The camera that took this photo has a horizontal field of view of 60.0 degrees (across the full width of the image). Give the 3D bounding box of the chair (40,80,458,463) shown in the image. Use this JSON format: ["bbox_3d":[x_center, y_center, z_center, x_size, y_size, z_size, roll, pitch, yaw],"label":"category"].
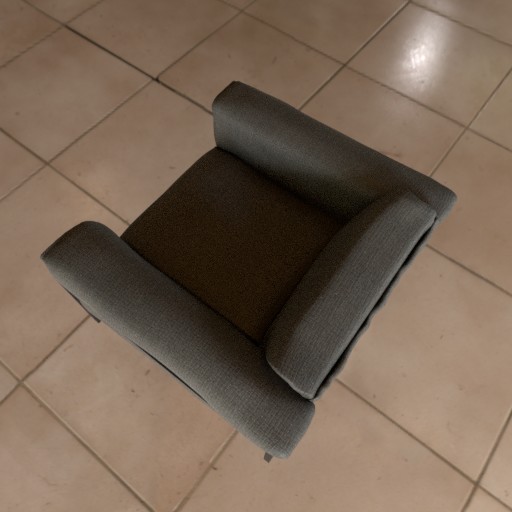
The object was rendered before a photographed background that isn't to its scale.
[{"bbox_3d":[0.000,0.000,1.638,0.969,0.646,1.056,34,67,16],"label":"chair"}]
